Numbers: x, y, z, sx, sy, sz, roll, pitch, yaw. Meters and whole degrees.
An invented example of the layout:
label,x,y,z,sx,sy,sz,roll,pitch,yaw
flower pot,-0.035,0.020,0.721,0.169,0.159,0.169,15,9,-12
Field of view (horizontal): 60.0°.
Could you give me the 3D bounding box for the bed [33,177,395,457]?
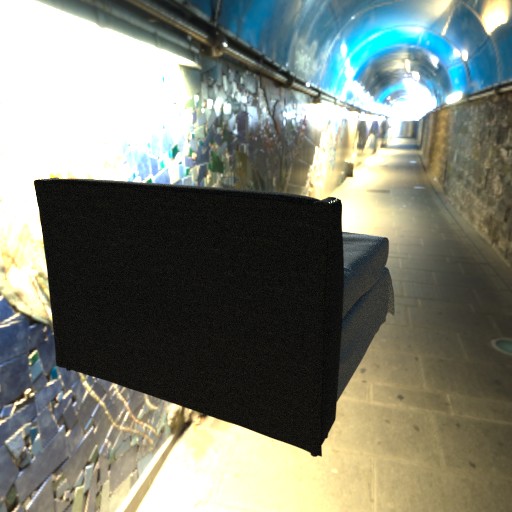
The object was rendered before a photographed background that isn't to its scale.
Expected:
label,x,y,z,sx,sy,sz,roll,pitch,yaw
bed,0.000,0.000,3.405,1.925,1.332,2.276,8,18,26
